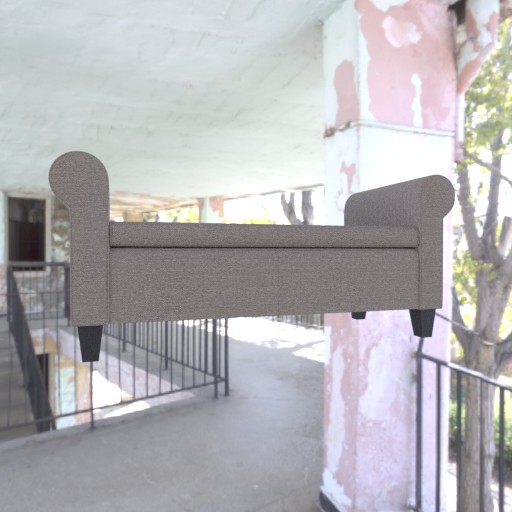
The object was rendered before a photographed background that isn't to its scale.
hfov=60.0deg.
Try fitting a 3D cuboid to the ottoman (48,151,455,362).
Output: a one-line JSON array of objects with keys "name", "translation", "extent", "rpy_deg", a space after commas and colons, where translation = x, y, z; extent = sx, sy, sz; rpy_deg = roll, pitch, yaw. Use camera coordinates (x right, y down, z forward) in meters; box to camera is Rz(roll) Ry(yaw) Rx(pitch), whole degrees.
[{"name": "ottoman", "translation": [0.000, 0.000, 1.542], "extent": [1.256, 0.547, 0.521], "rpy_deg": [0, 1, -18]}]
